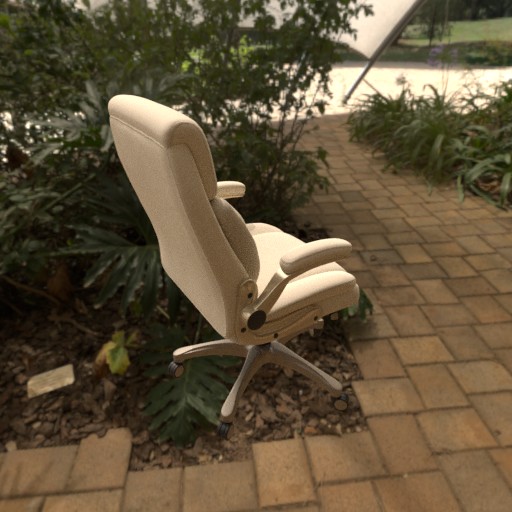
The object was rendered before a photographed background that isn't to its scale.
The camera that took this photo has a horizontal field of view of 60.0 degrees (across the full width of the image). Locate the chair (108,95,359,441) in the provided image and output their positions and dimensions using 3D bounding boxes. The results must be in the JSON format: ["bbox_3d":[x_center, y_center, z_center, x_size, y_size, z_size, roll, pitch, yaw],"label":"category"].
[{"bbox_3d":[0.000,0.000,1.600,0.794,1.110,0.740,-18,32,-30],"label":"chair"}]
